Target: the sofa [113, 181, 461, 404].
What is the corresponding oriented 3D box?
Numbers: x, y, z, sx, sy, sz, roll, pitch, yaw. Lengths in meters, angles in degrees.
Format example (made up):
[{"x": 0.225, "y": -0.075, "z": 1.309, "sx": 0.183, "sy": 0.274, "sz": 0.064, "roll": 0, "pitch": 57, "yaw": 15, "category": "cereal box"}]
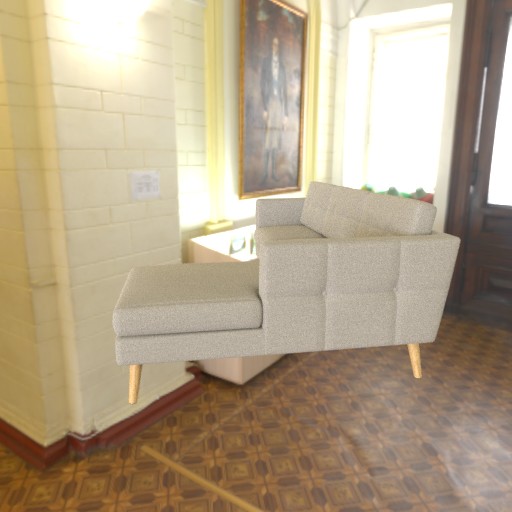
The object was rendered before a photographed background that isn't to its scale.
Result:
[{"x": 0.000, "y": 0.000, "z": 2.877, "sx": 1.530, "sy": 0.860, "sz": 2.040, "roll": -2, "pitch": 13, "yaw": -9, "category": "sofa"}]
